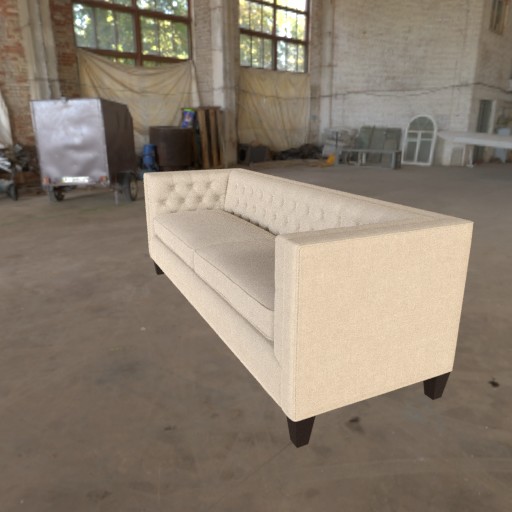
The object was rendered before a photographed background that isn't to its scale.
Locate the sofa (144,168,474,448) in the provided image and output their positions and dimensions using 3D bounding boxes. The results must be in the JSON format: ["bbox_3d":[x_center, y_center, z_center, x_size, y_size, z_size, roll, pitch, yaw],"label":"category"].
[{"bbox_3d":[0.000,0.000,2.516,0.775,0.762,2.159,-8,19,-24],"label":"sofa"}]
